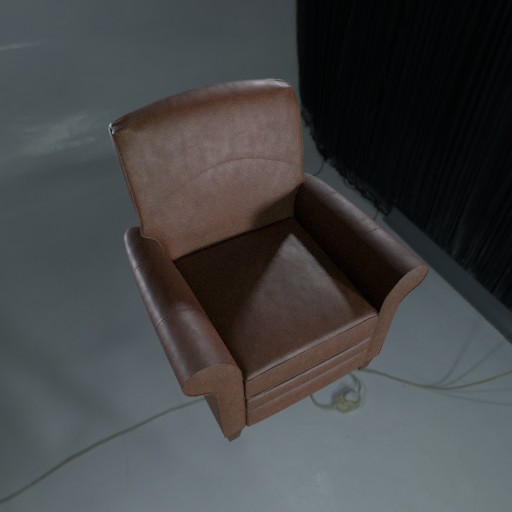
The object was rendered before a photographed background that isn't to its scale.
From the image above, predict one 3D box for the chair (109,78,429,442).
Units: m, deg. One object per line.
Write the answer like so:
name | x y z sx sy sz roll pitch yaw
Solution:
chair | 0.000 0.000 1.777 0.978 1.061 0.902 -22 49 -20
